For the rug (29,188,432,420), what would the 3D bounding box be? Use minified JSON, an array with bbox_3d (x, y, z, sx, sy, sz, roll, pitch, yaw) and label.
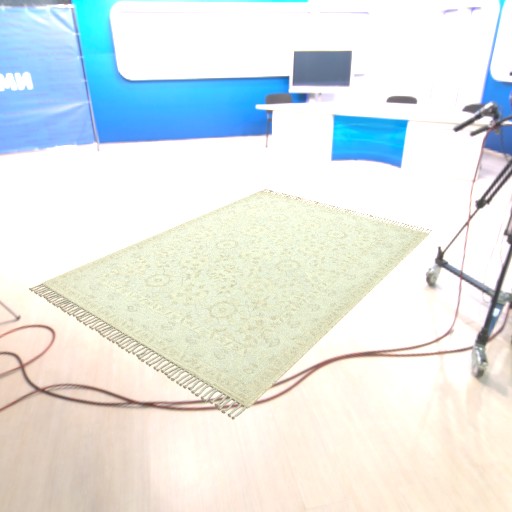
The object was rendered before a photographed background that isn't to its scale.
[{"bbox_3d":[0.000,0.000,2.283,1.223,0.015,1.771,20,33,33],"label":"rug"}]
